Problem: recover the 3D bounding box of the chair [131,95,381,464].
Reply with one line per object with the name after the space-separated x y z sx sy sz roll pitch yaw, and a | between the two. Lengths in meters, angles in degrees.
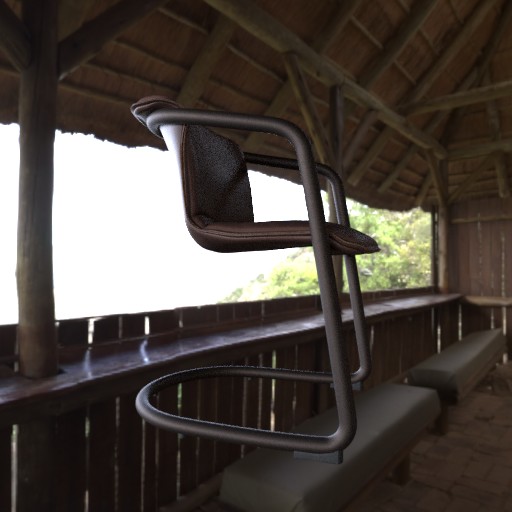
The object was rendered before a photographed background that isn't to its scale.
0.000 0.000 1.222 0.664 0.836 0.536 0 1 18 | chair
